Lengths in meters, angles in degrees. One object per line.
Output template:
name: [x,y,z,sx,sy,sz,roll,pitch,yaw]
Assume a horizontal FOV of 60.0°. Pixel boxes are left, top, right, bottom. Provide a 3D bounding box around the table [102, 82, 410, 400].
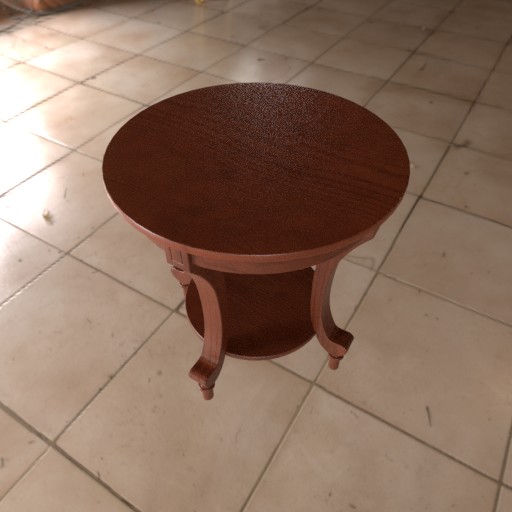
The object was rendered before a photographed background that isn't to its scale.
table: [0.000,0.000,1.098,0.597,0.612,0.597,0,46,0]
